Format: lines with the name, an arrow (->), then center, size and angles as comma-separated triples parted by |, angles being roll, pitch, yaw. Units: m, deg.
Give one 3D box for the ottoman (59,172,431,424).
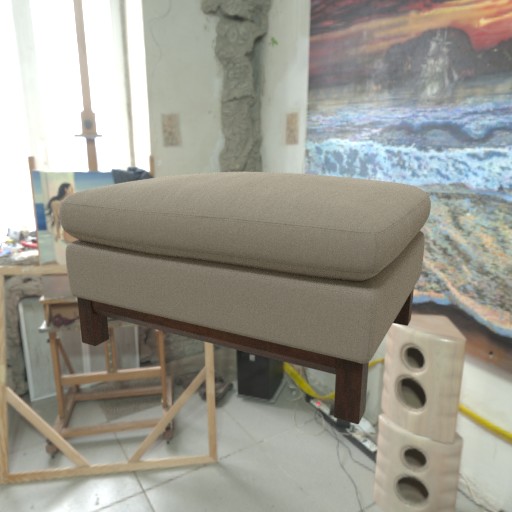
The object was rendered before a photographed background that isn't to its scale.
ottoman -> 0.000, 0.000, 1.145 | 0.771, 0.420, 0.606 | 8, 17, 27
